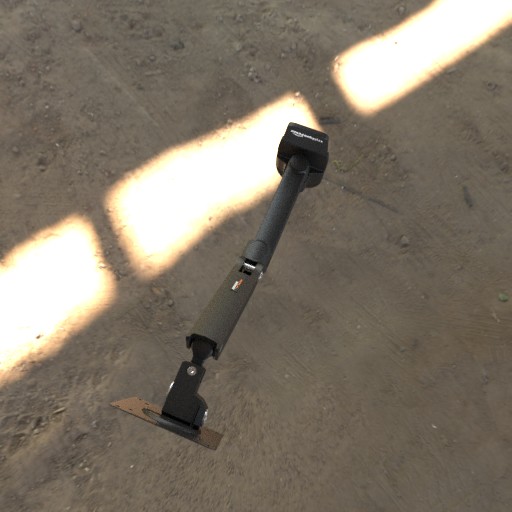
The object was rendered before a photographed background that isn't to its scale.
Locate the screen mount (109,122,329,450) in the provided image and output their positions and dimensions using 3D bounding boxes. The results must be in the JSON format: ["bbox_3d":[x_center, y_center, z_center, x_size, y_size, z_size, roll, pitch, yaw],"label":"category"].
[{"bbox_3d":[0.000,0.000,0.711,0.115,0.466,0.495,21,77,5],"label":"screen mount"}]
